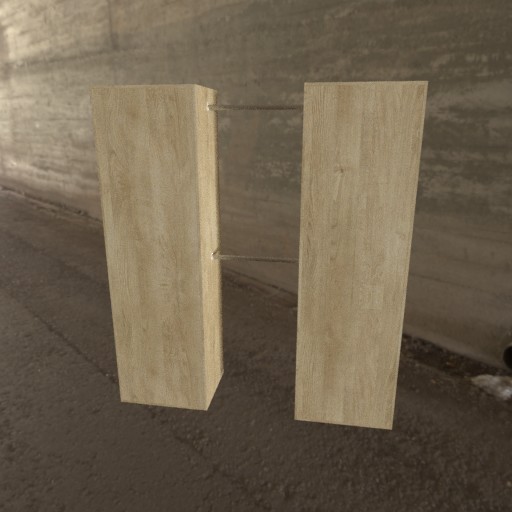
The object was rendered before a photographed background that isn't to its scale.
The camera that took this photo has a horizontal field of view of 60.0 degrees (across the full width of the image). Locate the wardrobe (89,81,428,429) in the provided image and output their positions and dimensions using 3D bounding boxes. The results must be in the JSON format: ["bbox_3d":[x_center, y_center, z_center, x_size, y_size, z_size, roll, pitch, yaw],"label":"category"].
[{"bbox_3d":[0.000,0.000,2.800,1.770,2.000,0.480,3,17,9],"label":"wardrobe"}]
